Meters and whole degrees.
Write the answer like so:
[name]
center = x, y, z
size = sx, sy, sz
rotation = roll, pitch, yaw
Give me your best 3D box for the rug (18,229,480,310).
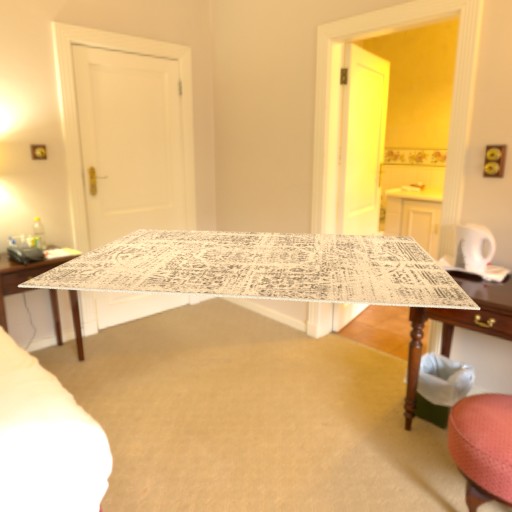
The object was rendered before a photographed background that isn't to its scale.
[rug]
center = 0.000, 0.000, 3.104
size = 2.438, 0.026, 1.706
rotation = 2, 14, 8
